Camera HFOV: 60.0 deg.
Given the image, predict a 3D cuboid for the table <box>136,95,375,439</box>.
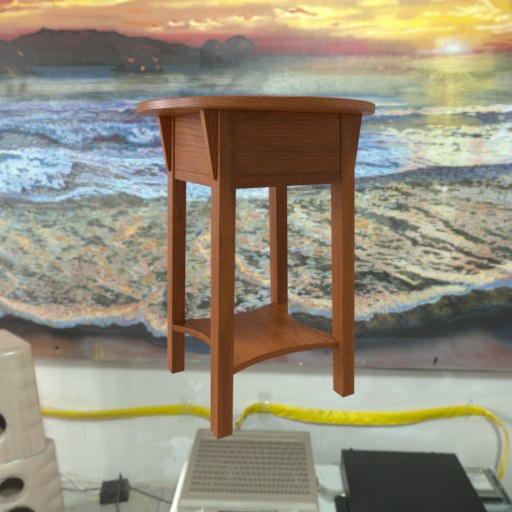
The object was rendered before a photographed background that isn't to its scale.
[{"bbox_3d":[0.000,0.000,0.952,0.457,0.610,0.457,0,15,0],"label":"table"}]
